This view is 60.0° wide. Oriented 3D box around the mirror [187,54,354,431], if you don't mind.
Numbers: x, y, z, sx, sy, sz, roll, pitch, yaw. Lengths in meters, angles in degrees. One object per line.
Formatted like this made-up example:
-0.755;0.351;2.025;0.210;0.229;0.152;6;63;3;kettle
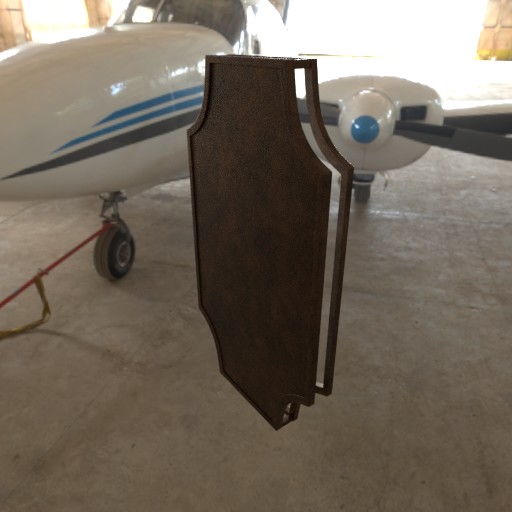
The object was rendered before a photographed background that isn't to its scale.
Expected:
0.000;0.000;0.987;0.066;0.811;0.462;-18;31;-32;mirror
